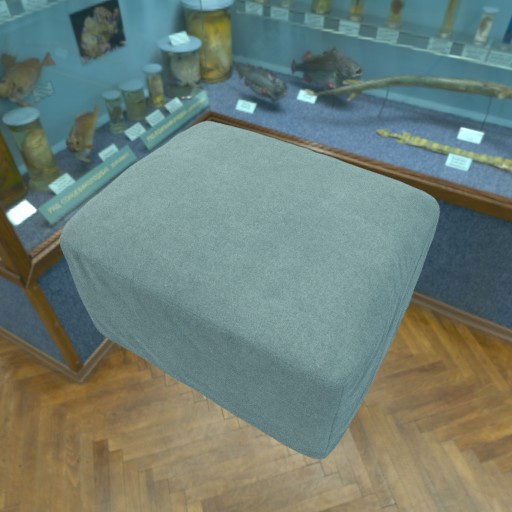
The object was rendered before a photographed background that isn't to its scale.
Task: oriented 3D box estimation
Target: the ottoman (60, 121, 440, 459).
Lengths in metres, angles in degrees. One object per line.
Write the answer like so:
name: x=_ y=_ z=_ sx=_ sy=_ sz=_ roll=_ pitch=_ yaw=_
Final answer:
ottoman: x=0.000 y=0.000 z=1.250 sx=0.837 sy=0.481 sz=0.683 roll=24 pitch=51 yaw=21
